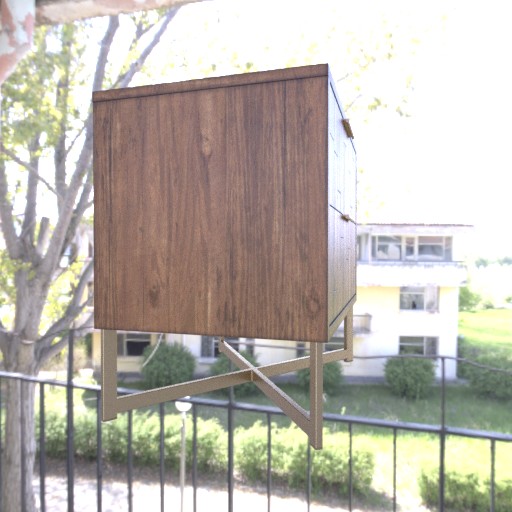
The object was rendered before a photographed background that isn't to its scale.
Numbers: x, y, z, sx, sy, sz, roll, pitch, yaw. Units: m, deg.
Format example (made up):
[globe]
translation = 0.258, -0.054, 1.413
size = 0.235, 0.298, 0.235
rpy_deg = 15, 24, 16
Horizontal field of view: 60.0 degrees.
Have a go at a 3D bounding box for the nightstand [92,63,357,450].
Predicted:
[nightstand]
translation = 0.000, 0.000, 1.044
size = 0.446, 0.610, 0.610
rpy_deg = 0, 1, 17
